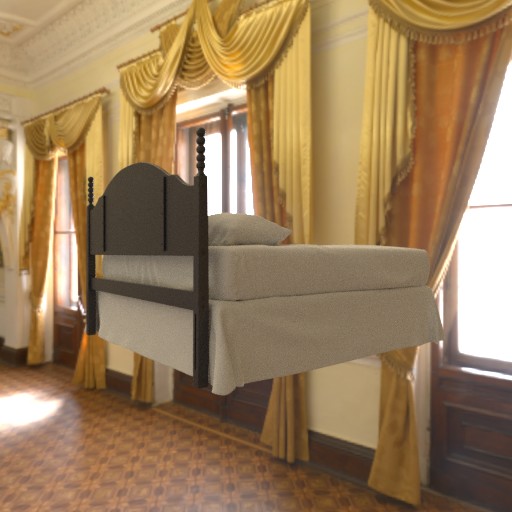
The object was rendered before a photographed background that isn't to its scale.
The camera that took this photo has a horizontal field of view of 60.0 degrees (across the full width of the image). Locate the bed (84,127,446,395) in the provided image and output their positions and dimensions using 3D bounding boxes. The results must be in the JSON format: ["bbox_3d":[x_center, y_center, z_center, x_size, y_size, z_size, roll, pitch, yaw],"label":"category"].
[{"bbox_3d":[0.000,0.000,3.703,2.219,1.355,2.322,0,0,-37],"label":"bed"}]
